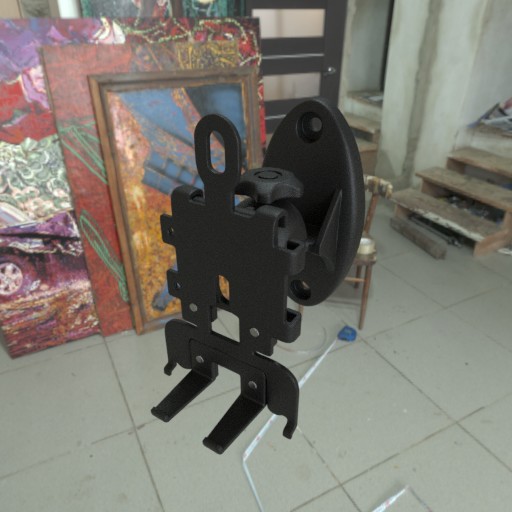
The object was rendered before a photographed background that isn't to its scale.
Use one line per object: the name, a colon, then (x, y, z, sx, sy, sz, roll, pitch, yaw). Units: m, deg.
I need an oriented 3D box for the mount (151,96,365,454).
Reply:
mount: (0.000, 0.000, 0.177, 0.066, 0.118, 0.100, 17, 34, 28)
